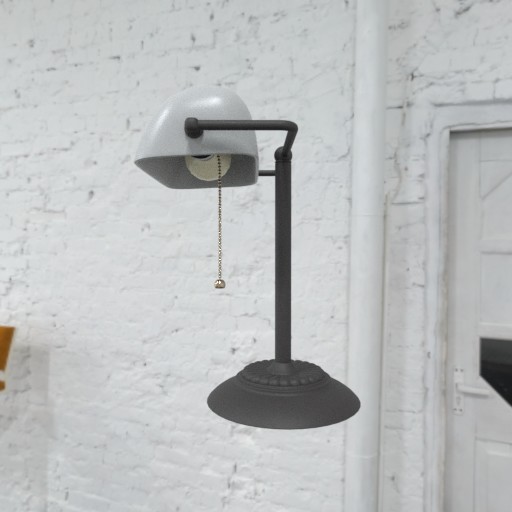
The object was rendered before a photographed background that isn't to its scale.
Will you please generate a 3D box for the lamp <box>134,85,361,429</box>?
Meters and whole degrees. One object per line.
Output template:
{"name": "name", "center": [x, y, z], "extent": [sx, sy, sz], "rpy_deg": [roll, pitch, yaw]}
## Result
{"name": "lamp", "center": [0.000, 0.000, 0.522], "extent": [0.243, 0.339, 0.264], "rpy_deg": [0, 1, 0]}
